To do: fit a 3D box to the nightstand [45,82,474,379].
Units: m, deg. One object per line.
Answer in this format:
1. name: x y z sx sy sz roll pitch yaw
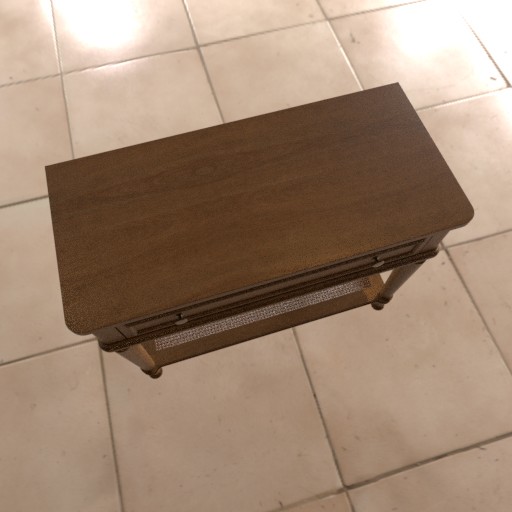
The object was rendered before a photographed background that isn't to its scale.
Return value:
1. nightstand: 0.000 0.000 1.336 0.914 0.700 0.432 -16 66 -7
